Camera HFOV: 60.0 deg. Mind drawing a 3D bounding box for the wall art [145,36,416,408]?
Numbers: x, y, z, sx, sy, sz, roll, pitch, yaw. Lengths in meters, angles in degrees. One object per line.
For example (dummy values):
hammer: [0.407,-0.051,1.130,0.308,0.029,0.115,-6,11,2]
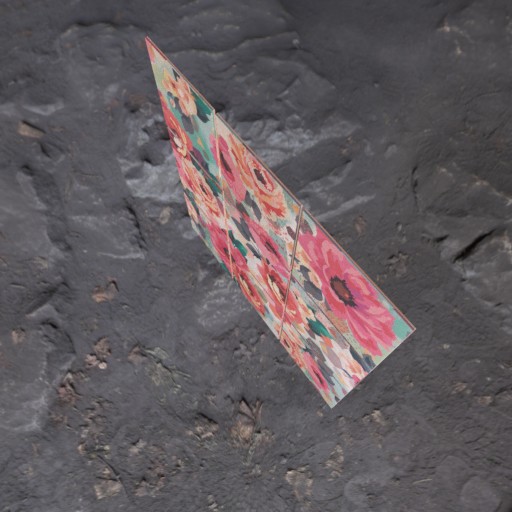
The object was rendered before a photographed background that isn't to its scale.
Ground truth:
wall art: [0.000,0.000,2.202,0.013,1.519,1.521,-33,68,-15]
